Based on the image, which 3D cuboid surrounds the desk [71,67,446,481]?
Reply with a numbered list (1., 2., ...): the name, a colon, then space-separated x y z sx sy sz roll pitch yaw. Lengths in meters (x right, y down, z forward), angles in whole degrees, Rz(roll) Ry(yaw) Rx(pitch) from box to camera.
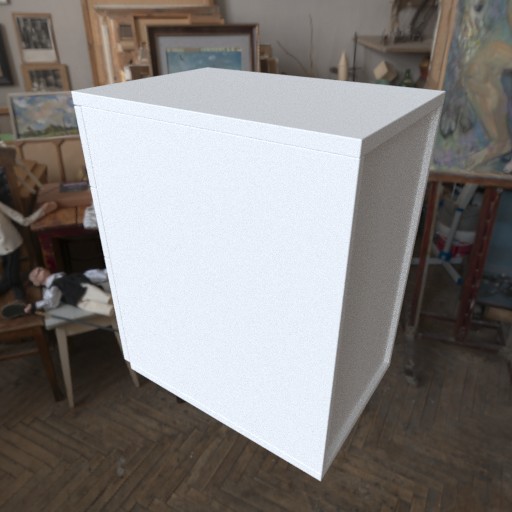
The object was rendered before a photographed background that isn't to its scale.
1. desk: 0.000 0.000 1.030 0.600 0.730 0.404 19 35 29
